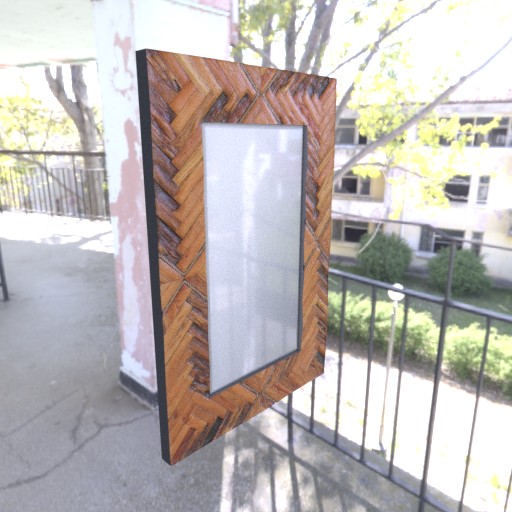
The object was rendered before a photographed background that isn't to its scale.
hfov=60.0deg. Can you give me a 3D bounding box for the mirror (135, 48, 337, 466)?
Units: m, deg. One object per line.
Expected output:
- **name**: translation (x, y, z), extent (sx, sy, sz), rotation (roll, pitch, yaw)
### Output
- **mirror**: translation (0.000, 0.000, 1.151), extent (0.044, 0.912, 0.606), rotation (14, 21, 43)
